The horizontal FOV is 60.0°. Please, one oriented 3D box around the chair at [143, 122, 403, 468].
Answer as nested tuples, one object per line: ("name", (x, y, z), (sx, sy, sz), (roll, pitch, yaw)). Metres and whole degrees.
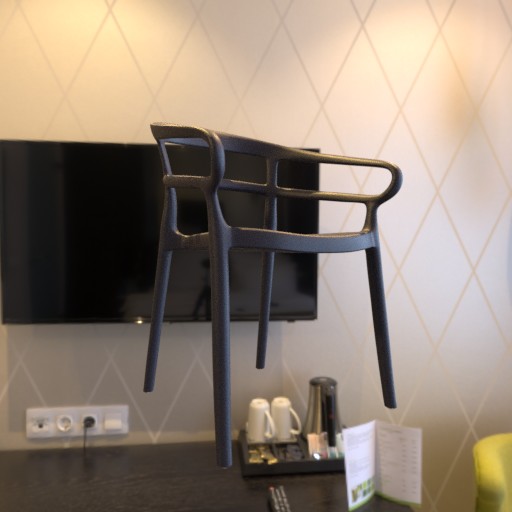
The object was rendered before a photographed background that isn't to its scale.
("chair", (0.000, 0.000, 1.145), (0.559, 0.761, 0.527), (-1, 2, -37))
